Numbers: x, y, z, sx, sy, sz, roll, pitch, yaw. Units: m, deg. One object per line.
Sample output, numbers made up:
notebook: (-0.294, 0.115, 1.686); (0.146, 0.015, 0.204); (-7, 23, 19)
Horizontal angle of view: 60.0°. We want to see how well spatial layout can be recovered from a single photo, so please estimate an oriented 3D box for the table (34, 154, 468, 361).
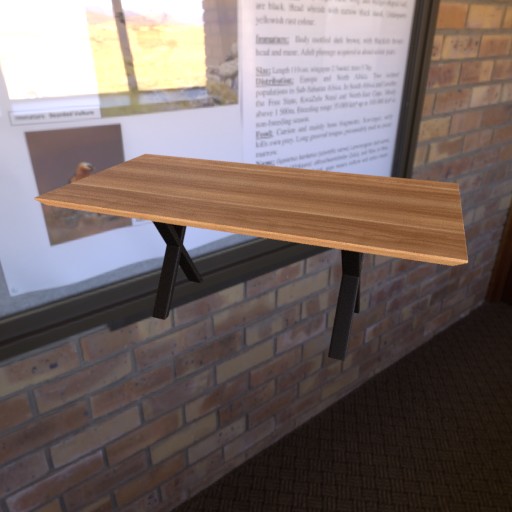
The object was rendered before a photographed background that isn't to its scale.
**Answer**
table: (0.000, 0.000, 2.498); (2.000, 0.770, 1.000); (9, 28, 18)
